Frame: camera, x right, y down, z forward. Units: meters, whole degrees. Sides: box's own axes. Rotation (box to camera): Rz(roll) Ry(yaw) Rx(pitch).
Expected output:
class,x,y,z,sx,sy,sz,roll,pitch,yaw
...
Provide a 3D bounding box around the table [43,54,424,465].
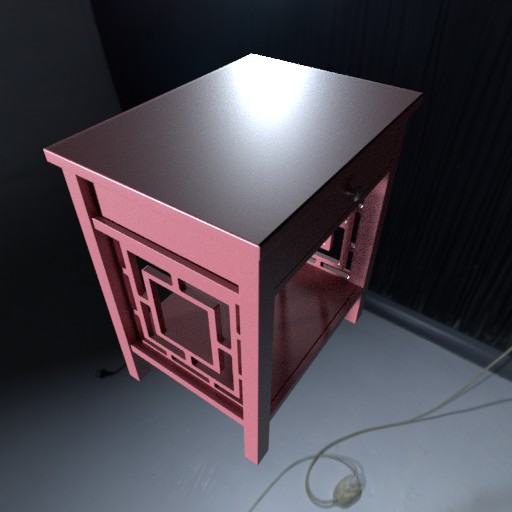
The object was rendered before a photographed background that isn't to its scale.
class,x,y,z,sx,sy,sz,roll,pitch,yaw
table,0.000,0.000,1.055,0.451,0.686,0.599,25,47,25
